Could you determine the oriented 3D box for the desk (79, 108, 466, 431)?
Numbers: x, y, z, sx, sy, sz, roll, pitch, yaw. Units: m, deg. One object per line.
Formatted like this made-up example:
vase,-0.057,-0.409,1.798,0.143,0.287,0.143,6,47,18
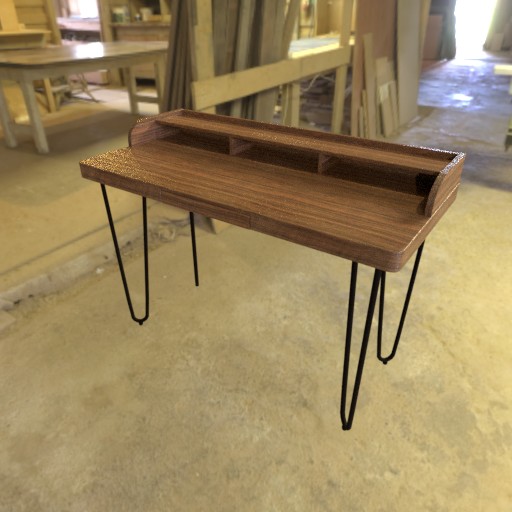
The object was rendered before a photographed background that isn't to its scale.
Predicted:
desk,0.000,0.000,1.682,1.200,0.854,0.565,19,35,29
